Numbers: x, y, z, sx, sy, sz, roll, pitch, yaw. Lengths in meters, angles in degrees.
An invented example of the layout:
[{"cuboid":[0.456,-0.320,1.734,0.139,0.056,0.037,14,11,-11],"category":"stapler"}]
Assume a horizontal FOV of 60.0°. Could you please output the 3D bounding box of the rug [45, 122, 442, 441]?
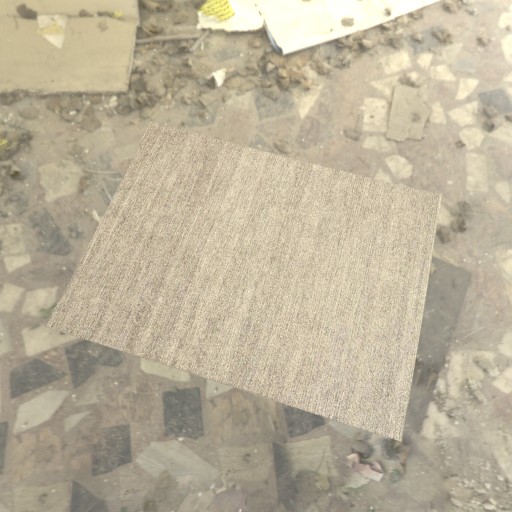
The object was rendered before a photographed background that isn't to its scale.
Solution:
[{"cuboid":[0.000,0.000,4.209,3.202,0.045,2.434,16,66,7],"category":"rug"}]
